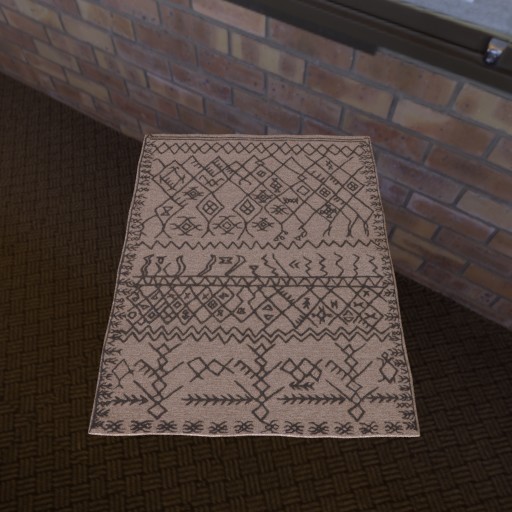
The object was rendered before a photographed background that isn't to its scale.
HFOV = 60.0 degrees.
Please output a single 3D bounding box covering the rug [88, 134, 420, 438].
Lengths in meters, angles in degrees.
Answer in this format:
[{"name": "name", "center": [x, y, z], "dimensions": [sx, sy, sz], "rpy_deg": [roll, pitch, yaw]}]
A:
[{"name": "rug", "center": [0.000, 0.000, 3.215], "dimensions": [1.964, 0.025, 2.455], "rpy_deg": [0, 59, 0]}]
